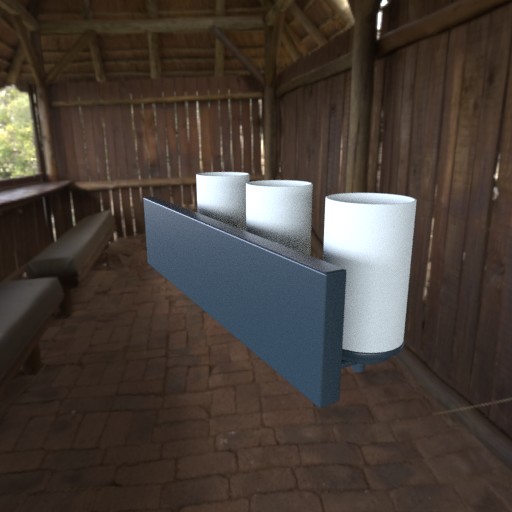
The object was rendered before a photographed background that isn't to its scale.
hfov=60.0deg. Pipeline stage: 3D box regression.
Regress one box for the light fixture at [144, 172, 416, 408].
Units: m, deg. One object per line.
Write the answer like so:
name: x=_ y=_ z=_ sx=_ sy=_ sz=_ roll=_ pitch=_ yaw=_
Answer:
light fixture: x=0.000 y=0.000 z=0.537 sx=0.145 sy=0.172 sz=0.451 roll=-8 pitch=17 yaw=-28
